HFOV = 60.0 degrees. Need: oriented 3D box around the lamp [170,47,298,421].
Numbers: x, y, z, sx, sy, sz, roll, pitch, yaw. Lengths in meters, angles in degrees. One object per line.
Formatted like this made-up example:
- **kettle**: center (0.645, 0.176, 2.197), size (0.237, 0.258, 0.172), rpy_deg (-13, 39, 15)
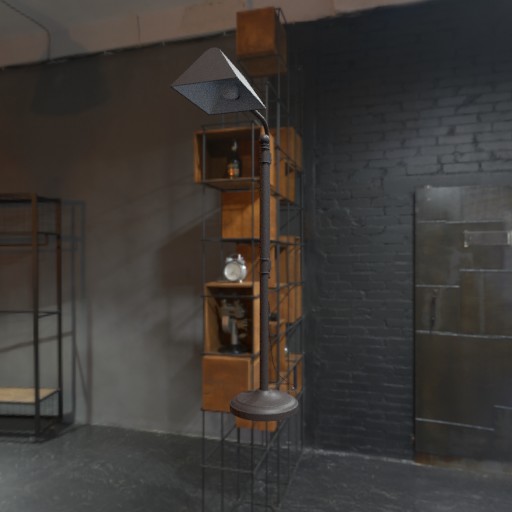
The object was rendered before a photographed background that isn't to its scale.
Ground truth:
- **lamp**: center (0.000, 0.000, 0.972), size (0.159, 0.708, 0.545), rpy_deg (0, 0, 18)
